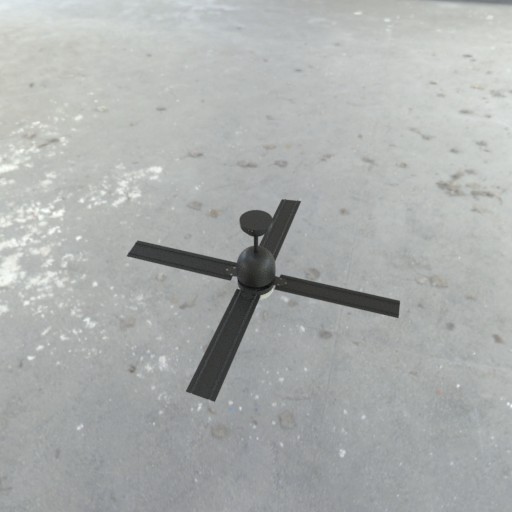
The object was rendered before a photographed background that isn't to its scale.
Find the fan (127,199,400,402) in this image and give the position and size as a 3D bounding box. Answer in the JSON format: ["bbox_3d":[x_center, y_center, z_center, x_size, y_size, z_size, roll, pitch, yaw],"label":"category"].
[{"bbox_3d":[0.000,0.000,2.001,1.319,0.410,1.319,11,43,12],"label":"fan"}]
